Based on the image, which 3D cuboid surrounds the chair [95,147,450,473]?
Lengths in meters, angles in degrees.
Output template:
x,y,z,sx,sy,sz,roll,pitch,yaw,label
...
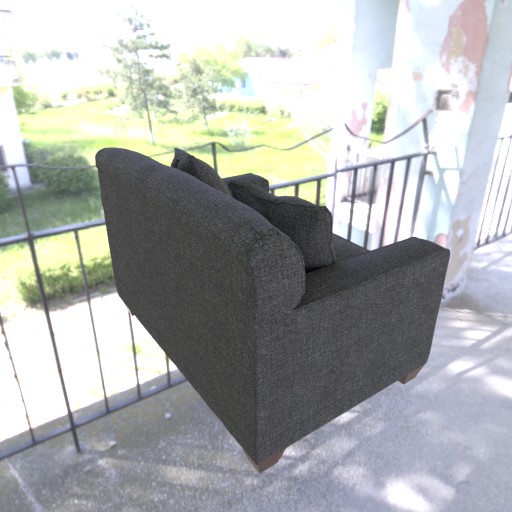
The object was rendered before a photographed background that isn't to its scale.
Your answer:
x,y,z,sx,sy,sz,roll,pitch,yaw,label
0.000,0.000,2.075,1.000,0.948,1.383,-17,30,-31,chair
